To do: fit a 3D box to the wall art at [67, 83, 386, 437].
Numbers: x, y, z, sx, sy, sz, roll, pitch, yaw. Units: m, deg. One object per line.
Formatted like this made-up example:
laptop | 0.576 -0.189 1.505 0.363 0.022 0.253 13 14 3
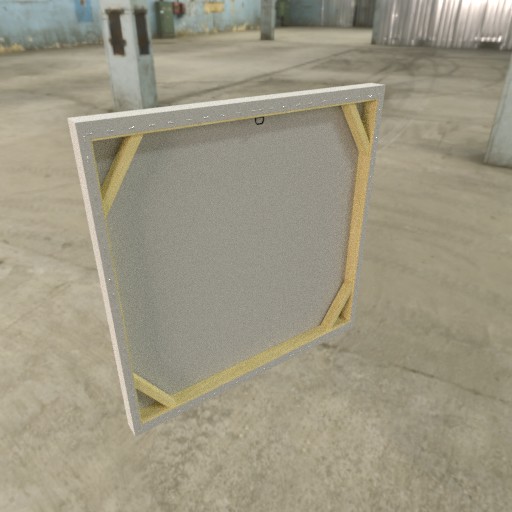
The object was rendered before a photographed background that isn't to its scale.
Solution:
wall art | 0.000 0.000 0.898 0.610 0.610 0.038 -19 34 -30
